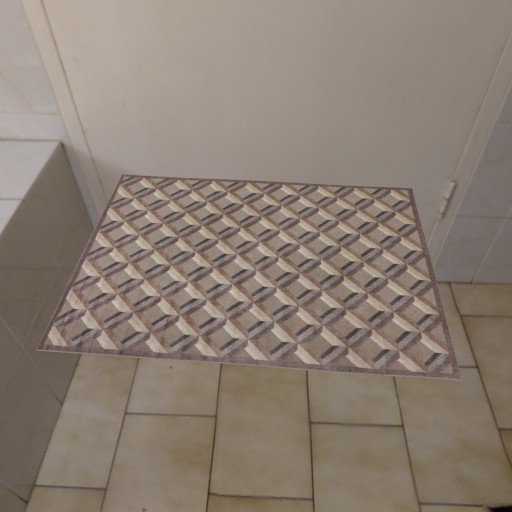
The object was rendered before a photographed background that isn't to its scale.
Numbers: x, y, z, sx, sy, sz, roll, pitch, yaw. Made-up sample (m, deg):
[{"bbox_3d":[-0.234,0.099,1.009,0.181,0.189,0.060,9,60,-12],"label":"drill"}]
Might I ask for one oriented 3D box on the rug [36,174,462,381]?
[{"bbox_3d":[0.000,0.000,2.880,2.260,0.013,1.600,3,46,3],"label":"rug"}]
